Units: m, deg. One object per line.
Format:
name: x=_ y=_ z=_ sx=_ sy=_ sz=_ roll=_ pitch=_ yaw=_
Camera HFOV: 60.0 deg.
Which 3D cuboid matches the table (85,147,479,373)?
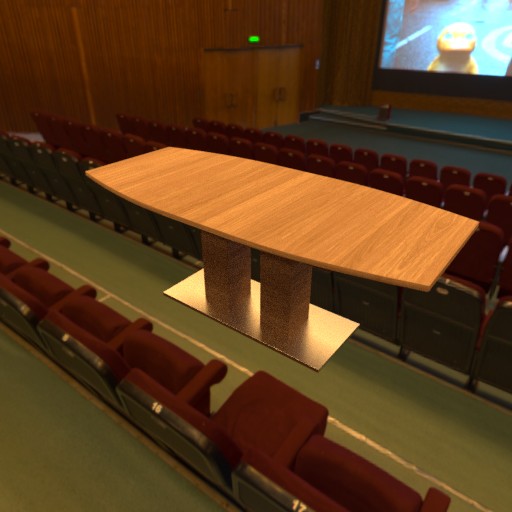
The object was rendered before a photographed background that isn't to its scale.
table: x=0.000 y=0.000 z=2.493 sx=2.032 sy=0.750 sz=0.900 roll=21 pitch=35 yaw=32
